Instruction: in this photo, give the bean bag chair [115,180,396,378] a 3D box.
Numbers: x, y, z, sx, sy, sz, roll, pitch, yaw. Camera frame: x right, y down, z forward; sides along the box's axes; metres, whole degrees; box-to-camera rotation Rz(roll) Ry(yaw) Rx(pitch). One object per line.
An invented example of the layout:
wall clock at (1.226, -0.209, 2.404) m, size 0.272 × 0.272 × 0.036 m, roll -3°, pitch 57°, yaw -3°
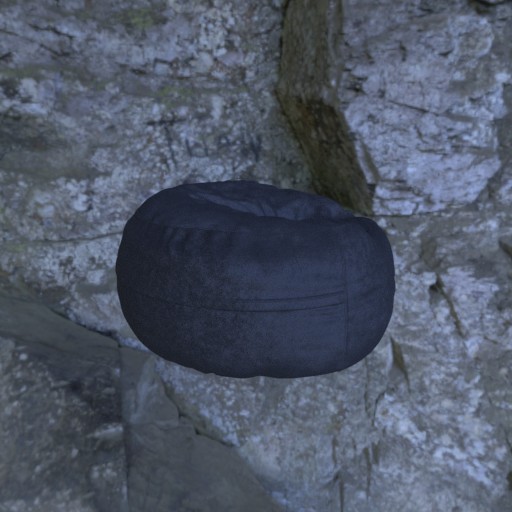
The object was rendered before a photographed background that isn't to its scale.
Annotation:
bean bag chair at (0.000, 0.000, 2.495) m, size 1.525 × 0.751 × 1.525 m, roll 0°, pitch 17°, yaw 0°
